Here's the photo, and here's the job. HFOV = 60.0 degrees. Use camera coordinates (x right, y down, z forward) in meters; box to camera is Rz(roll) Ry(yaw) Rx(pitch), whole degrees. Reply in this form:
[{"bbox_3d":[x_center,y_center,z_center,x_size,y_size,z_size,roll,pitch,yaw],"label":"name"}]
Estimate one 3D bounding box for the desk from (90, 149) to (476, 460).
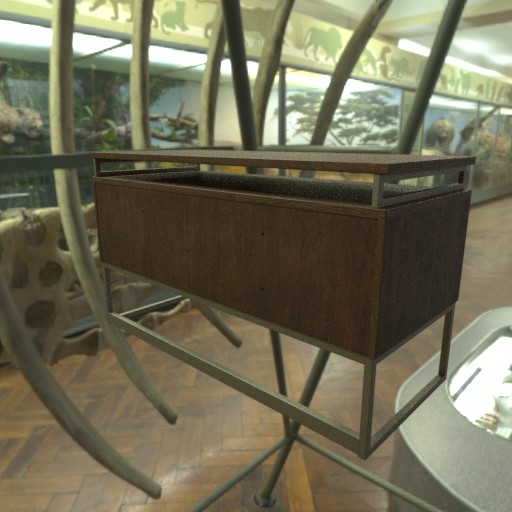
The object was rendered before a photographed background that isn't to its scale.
[{"bbox_3d":[0.000,0.000,1.761,1.384,0.792,0.610,13,20,41],"label":"desk"}]
